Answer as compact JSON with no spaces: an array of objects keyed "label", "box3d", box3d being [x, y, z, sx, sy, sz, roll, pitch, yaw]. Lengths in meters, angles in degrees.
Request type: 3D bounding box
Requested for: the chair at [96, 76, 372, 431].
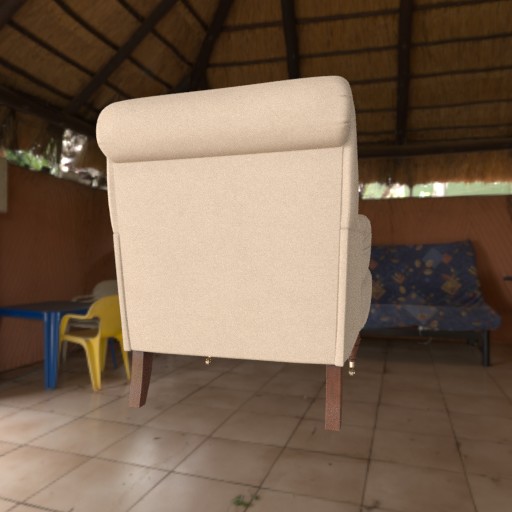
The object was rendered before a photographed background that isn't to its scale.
[{"label":"chair","box3d":[0.000,0.000,1.565,0.766,0.942,0.842,0,0,17]}]
